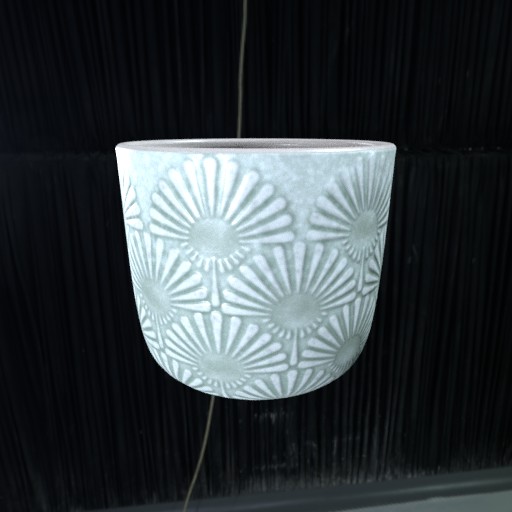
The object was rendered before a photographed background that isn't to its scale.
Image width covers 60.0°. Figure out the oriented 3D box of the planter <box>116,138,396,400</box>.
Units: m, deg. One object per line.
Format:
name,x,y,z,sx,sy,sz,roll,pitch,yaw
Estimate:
planter,0.000,0.000,0.219,0.124,0.109,0.124,0,16,0
